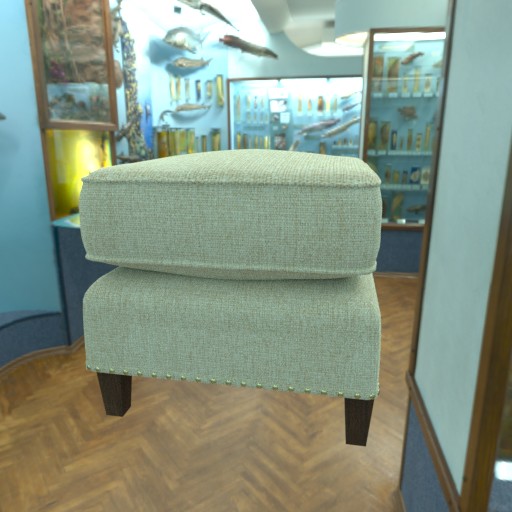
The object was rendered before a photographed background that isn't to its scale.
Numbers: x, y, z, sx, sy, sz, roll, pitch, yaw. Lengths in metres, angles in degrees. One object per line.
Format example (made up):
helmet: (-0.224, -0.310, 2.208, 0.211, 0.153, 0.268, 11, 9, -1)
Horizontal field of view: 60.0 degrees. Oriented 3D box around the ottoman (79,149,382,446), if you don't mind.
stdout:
ottoman: (0.000, 0.000, 1.144, 0.589, 0.537, 0.738, 3, 15, 10)
